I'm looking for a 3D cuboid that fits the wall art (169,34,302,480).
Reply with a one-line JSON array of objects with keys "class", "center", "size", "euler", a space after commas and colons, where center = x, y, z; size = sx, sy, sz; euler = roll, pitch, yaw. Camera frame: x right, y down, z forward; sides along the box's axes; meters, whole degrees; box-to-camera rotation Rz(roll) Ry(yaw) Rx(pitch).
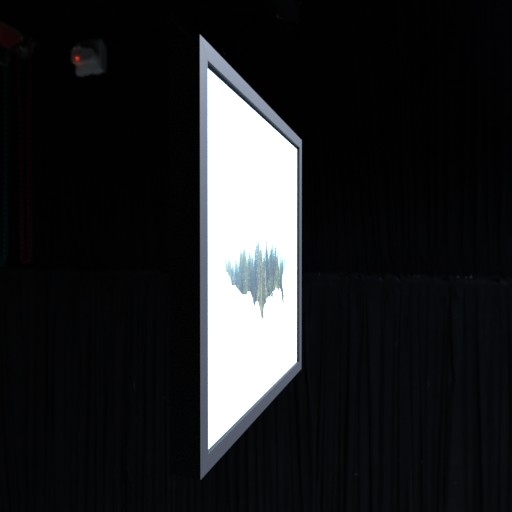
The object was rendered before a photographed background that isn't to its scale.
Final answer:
[{"class": "wall art", "center": [0.000, 0.000, 0.753], "size": [0.040, 0.509, 0.509], "euler": [0, 1, 19]}]
